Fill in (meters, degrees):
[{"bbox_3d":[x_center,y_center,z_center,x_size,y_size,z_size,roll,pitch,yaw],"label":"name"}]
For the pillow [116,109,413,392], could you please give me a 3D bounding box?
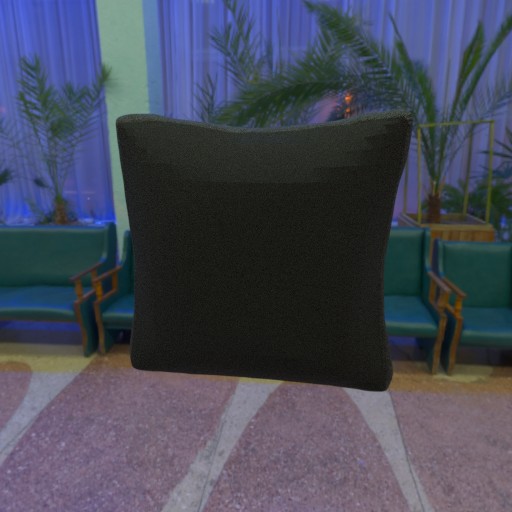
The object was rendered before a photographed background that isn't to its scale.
[{"bbox_3d":[0.000,0.000,0.835,0.533,0.523,0.210,2,16,8],"label":"pillow"}]
